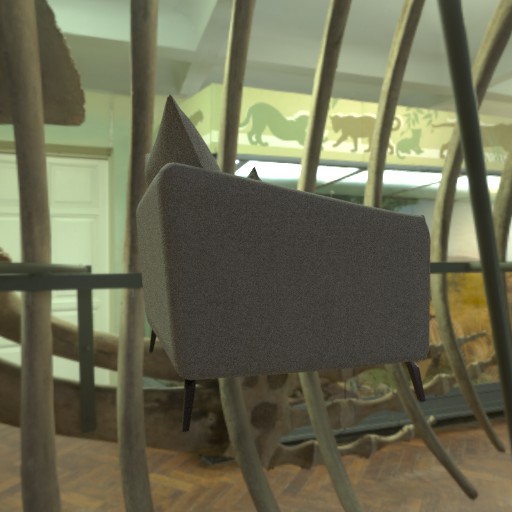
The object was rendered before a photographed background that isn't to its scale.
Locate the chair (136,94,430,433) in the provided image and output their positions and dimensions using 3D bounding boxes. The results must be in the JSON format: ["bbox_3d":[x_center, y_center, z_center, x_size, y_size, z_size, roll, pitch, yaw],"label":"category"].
[{"bbox_3d":[0.000,0.000,1.625,0.801,0.856,1.029,0,0,-18],"label":"chair"}]
